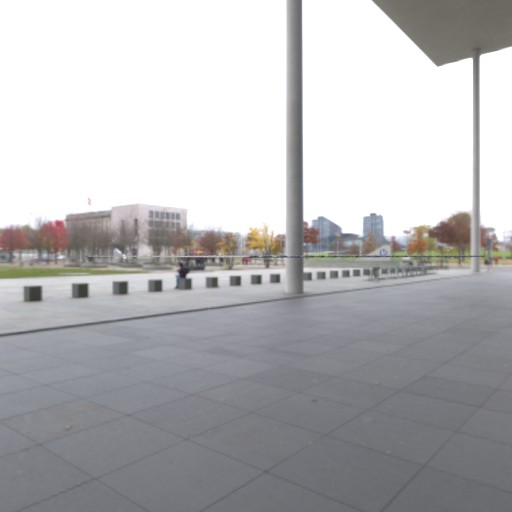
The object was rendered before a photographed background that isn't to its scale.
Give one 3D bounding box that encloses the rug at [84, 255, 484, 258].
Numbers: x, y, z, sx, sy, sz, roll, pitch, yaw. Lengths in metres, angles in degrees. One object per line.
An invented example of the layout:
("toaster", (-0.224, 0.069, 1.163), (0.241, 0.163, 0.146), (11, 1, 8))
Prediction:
("rug", (0.000, 0.000, 4.463), (2.471, 0.016, 3.416), (0, 0, -36))
